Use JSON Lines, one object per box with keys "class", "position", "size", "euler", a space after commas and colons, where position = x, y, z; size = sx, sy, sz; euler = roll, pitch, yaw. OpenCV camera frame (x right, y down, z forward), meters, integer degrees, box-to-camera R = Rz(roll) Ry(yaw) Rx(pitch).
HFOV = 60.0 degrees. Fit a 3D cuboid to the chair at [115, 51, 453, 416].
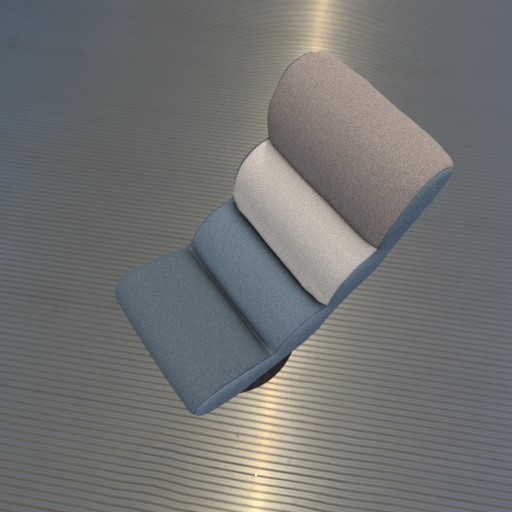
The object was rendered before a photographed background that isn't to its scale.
{"class": "chair", "position": [0.000, 0.000, 1.057], "size": [0.661, 0.641, 0.420], "euler": [-34, 68, -15]}
